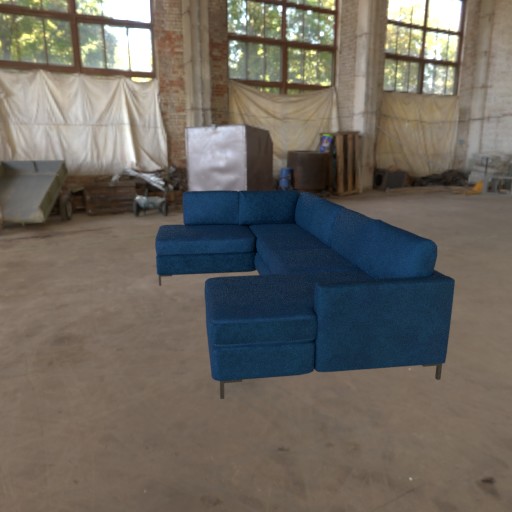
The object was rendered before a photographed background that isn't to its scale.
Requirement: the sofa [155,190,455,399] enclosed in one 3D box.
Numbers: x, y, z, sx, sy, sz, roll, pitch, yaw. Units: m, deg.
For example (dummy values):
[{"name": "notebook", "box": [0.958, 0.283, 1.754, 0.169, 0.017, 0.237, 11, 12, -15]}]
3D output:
[{"name": "sofa", "box": [0.000, 0.000, 4.351, 2.055, 0.992, 3.434, -2, 14, -8]}]
